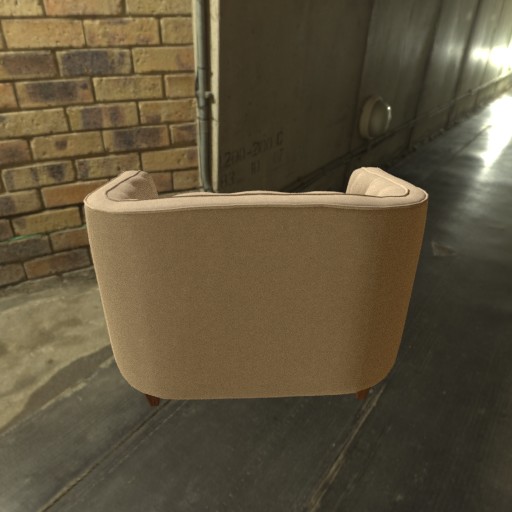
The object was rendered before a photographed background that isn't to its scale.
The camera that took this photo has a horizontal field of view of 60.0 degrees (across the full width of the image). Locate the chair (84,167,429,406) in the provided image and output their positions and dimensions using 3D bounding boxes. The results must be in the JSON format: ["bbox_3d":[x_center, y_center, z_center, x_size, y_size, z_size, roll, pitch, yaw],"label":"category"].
[{"bbox_3d":[0.000,0.000,1.774,1.104,0.852,0.941,-1,30,-2],"label":"chair"}]
